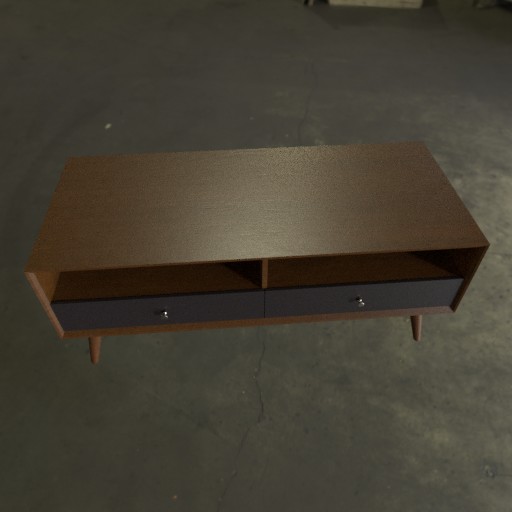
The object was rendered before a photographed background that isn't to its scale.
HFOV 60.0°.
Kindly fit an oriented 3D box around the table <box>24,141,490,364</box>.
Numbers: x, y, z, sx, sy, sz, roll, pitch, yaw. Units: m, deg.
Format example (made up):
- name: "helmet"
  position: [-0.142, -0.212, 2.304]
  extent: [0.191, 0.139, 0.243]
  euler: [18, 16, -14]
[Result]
- name: "table"
  position: [0.000, 0.000, 1.389]
  extent: [1.119, 0.464, 0.490]
  euler: [-3, 46, -3]
